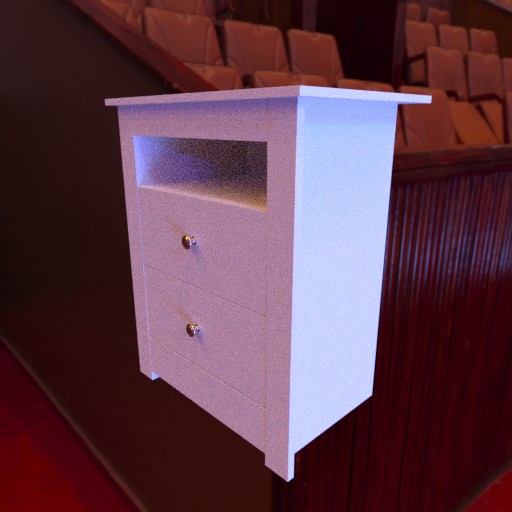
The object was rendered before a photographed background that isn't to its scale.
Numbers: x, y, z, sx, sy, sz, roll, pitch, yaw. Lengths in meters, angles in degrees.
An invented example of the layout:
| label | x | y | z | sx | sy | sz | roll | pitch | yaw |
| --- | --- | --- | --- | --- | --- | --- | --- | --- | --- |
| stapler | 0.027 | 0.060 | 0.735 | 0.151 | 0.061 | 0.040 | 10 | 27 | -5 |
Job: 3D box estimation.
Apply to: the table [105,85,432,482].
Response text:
| label | x | y | z | sx | sy | sz | roll | pitch | yaw |
| --- | --- | --- | --- | --- | --- | --- | --- | --- | --- |
| table | 0.000 | 0.000 | 1.056 | 0.406 | 0.711 | 0.589 | -16 | 23 | -42 |
